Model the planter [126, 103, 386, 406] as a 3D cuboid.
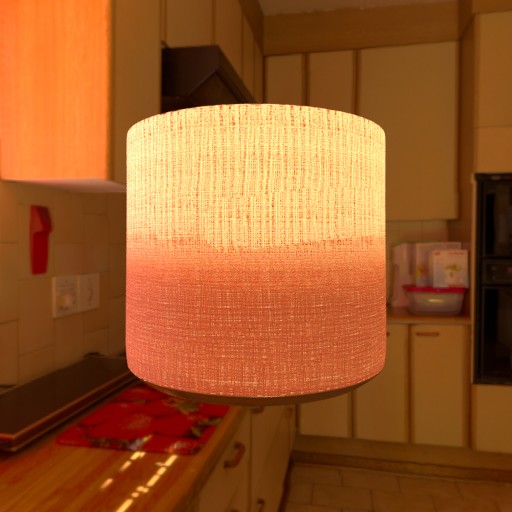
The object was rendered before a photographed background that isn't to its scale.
[{"bbox_3d":[0.000,0.000,0.390,0.221,0.201,0.221,0,2,0],"label":"planter"}]
